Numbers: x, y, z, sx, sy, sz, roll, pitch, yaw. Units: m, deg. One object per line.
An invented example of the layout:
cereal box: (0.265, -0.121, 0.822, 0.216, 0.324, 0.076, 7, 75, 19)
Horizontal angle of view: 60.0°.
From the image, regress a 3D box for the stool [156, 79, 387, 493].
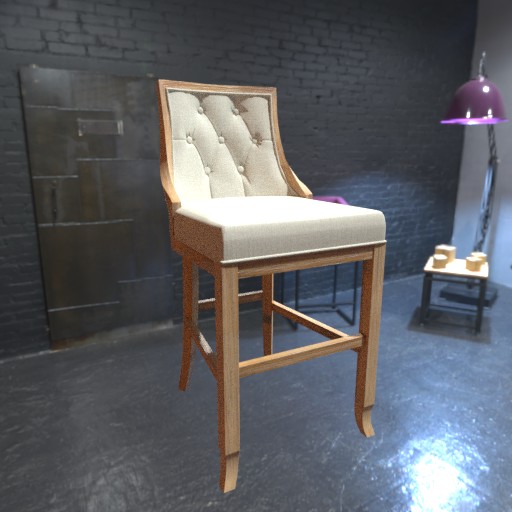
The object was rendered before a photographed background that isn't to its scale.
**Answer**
stool: (0.000, 0.000, 1.427, 0.524, 1.101, 0.626, -7, 16, -27)
